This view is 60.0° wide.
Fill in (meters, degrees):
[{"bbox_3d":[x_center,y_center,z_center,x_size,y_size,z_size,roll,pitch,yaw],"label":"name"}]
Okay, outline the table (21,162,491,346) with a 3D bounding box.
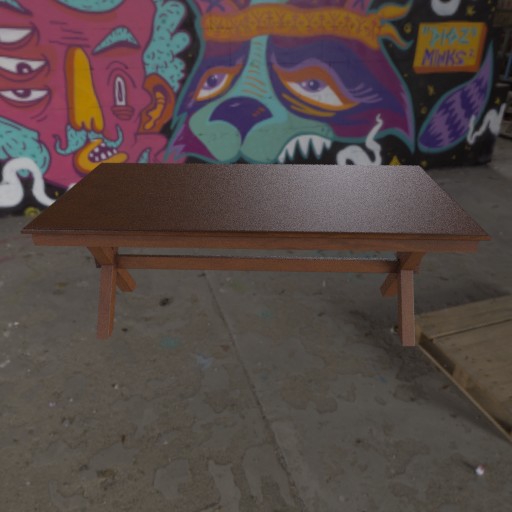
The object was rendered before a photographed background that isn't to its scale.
[{"bbox_3d":[0.000,0.000,1.493,1.197,0.459,0.594,1,28,2],"label":"table"}]
